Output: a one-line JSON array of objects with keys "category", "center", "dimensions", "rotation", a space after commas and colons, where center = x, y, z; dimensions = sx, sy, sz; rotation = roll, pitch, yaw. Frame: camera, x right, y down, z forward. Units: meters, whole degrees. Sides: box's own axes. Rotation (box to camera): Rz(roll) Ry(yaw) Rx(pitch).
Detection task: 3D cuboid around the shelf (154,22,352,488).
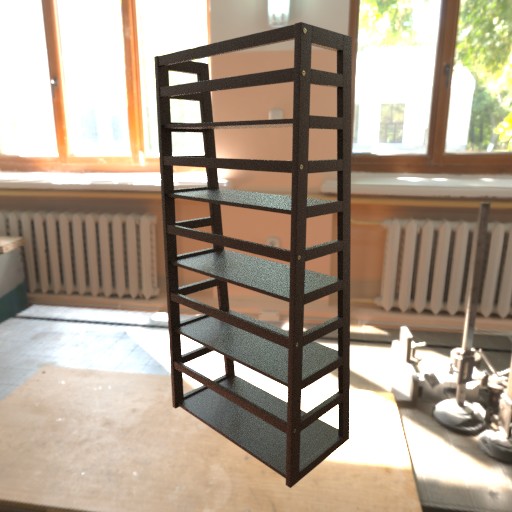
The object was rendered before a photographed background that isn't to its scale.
[{"category": "shelf", "center": [0.000, 0.000, 1.869], "dimensions": [0.763, 1.600, 0.403], "rotation": [14, 20, 43]}]
